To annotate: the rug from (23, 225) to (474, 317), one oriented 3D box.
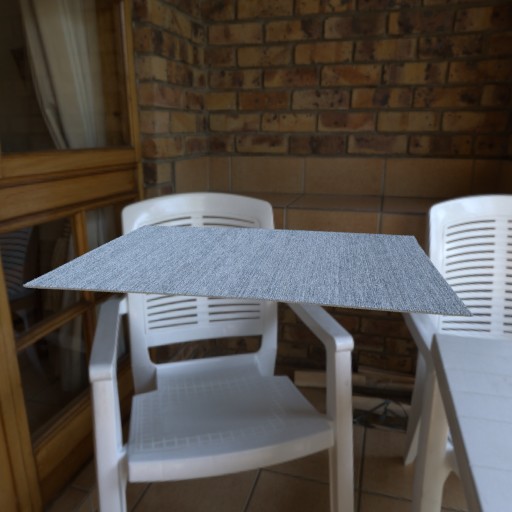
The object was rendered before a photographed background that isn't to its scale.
[{"bbox_3d":[0.000,0.000,3.013,2.338,0.030,1.616,3,16,10],"label":"rug"}]
